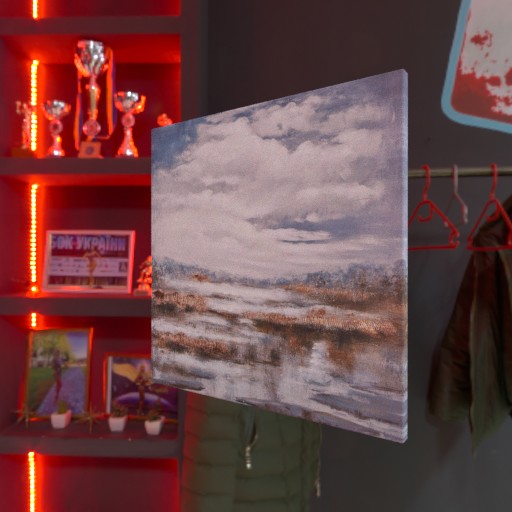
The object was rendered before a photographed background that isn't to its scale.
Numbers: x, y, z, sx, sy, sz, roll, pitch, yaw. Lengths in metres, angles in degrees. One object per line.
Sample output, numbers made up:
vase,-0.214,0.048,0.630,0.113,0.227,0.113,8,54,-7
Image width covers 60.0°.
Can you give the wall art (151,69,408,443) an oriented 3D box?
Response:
wall art,0.000,0.000,1.511,1.010,1.020,0.040,0,0,35
